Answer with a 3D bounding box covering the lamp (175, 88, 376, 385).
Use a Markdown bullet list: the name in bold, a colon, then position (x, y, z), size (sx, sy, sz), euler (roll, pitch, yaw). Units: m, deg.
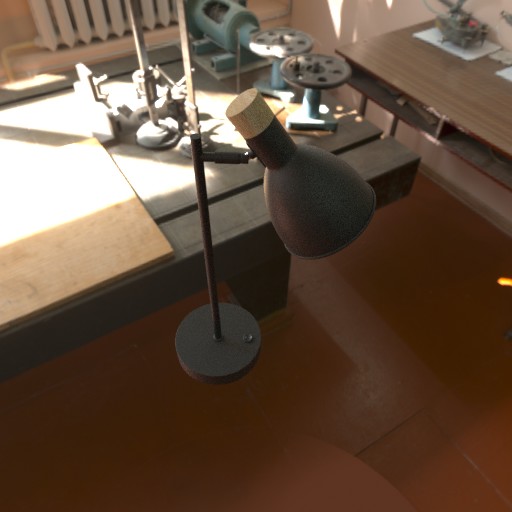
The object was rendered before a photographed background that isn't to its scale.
- **lamp**: position (0.000, 0.000, 0.619), size (0.287, 0.483, 0.152), euler (2, 47, 2)
